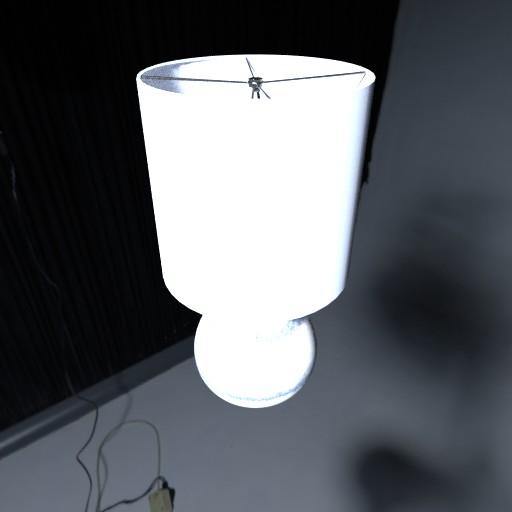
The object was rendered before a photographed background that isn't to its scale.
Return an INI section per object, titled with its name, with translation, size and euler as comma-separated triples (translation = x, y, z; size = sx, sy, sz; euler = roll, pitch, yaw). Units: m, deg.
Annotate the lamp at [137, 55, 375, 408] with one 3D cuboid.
[lamp]
translation = 0.000, 0.000, 0.520
size = 0.216, 0.404, 0.216
euler = -21, 38, -30
